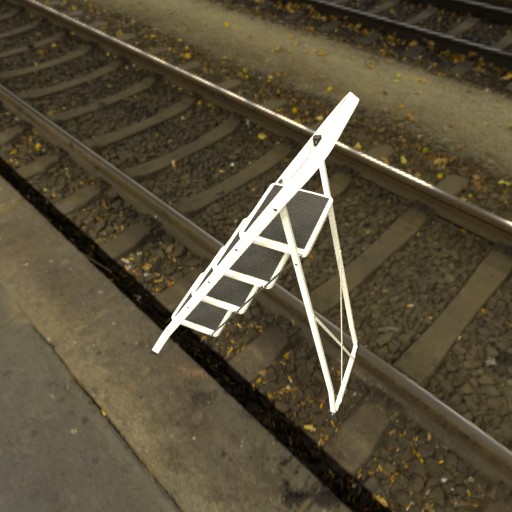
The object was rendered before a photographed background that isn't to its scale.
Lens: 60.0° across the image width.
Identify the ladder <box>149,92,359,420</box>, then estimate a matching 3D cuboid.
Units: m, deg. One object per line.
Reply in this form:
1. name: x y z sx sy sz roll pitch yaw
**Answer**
1. ladder: 0.000 0.000 1.690 0.914 1.265 0.460 17 48 16
